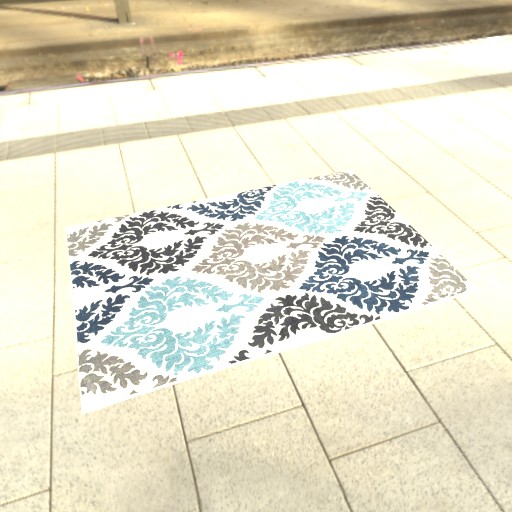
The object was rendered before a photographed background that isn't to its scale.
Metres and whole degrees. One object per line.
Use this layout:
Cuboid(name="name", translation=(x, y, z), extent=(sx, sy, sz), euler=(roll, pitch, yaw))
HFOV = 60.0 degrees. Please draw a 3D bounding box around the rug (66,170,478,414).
Cuboid(name="rug", translation=(0.000, 0.000, 2.867), extent=(2.275, 0.014, 1.514), euler=(-14, 43, -16))
